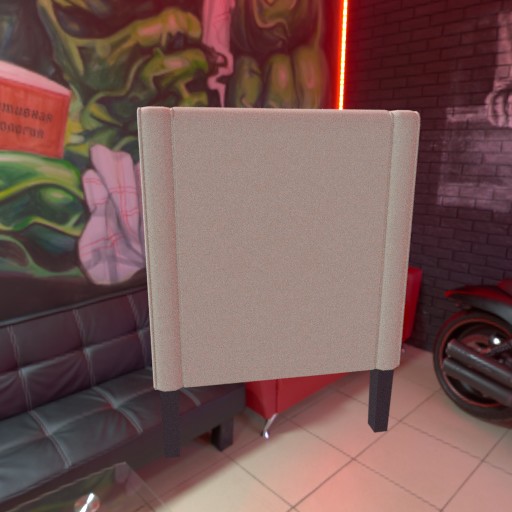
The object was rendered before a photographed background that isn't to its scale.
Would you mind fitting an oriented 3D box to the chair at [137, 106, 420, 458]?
[{"bbox_3d":[0.000,0.000,1.485,0.689,0.886,0.806,-3,14,-10],"label":"chair"}]
